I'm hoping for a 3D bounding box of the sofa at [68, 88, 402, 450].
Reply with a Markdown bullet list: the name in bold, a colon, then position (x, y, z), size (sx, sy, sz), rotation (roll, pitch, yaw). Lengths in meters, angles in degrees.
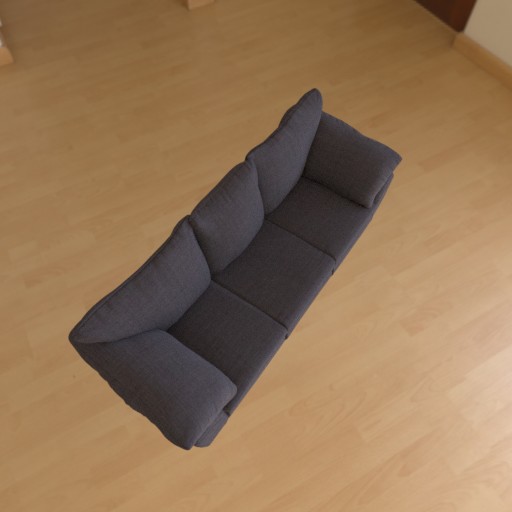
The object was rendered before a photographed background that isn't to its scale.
- **sofa**: position (0.000, 0.000, 2.854), size (0.883, 1.080, 2.336), rotation (31, 64, 18)
